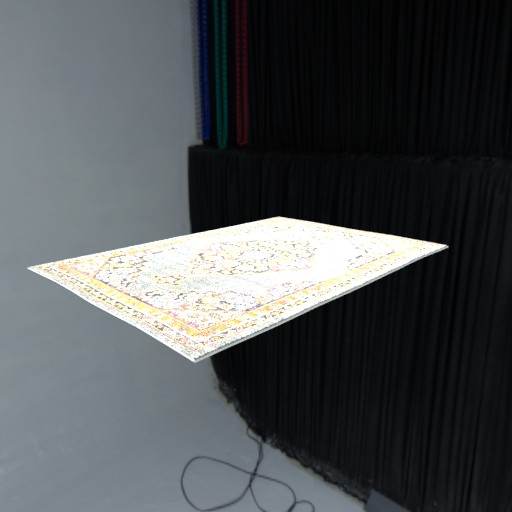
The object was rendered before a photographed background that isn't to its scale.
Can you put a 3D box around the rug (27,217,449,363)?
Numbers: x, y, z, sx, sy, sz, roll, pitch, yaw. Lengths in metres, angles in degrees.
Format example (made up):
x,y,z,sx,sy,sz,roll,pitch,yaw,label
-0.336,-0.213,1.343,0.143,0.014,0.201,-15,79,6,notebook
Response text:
x,y,z,sx,sy,sz,roll,pitch,yaw,label
0.000,0.000,3.676,2.043,0.026,2.901,15,21,42,rug
